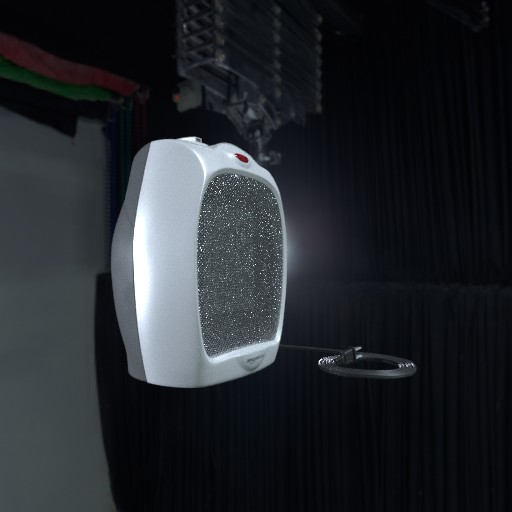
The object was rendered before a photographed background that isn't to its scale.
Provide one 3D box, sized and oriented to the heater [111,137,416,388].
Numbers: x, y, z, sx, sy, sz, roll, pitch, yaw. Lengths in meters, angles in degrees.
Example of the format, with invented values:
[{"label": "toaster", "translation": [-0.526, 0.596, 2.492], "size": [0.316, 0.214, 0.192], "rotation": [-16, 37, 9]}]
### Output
[{"label": "heater", "translation": [0.000, 0.000, 0.469], "size": [0.291, 0.240, 0.239], "rotation": [0, 0, 34]}]
